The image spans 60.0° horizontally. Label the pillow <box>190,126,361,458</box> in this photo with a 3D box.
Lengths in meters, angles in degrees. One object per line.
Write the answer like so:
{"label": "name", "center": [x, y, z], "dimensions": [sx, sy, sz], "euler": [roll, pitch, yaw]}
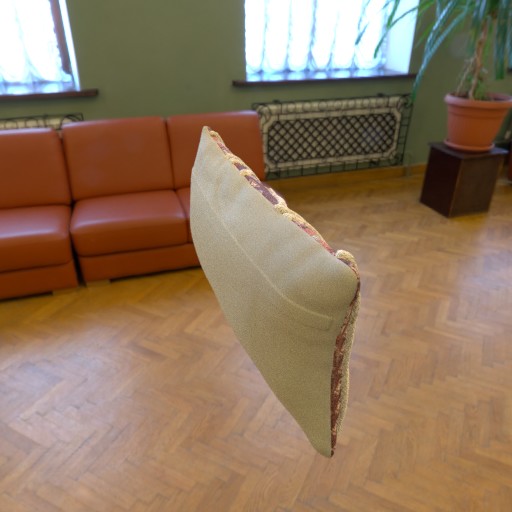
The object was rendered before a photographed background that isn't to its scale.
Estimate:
{"label": "pillow", "center": [0.000, 0.000, 0.732], "dimensions": [0.161, 0.295, 0.608], "euler": [-10, 31, -17]}
